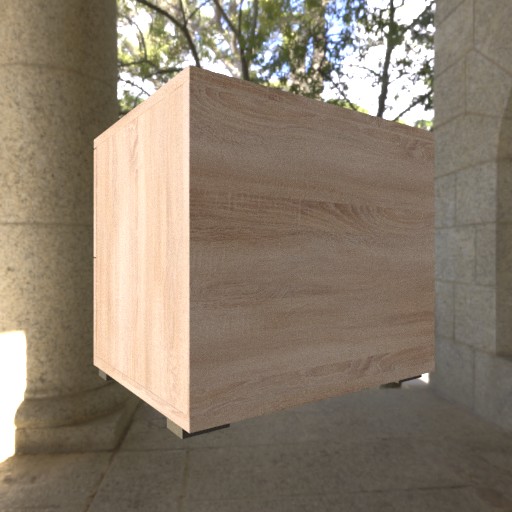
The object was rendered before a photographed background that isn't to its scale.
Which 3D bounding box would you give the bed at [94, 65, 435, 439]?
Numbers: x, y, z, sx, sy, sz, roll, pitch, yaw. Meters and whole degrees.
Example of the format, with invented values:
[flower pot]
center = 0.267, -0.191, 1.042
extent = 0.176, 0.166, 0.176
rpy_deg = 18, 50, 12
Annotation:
[bed]
center = 0.000, 0.000, 0.783
extent = 0.460, 0.420, 0.401
rpy_deg = 0, 0, -35
